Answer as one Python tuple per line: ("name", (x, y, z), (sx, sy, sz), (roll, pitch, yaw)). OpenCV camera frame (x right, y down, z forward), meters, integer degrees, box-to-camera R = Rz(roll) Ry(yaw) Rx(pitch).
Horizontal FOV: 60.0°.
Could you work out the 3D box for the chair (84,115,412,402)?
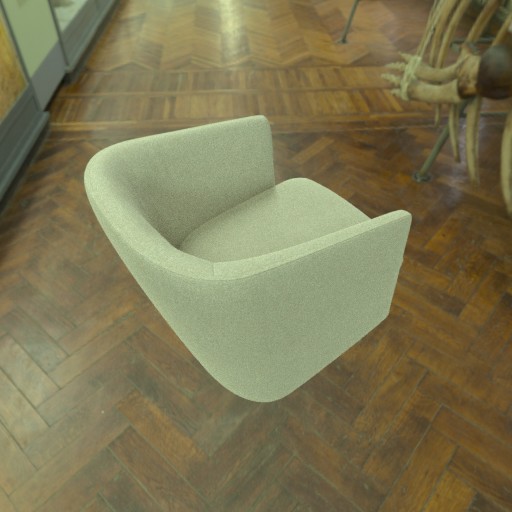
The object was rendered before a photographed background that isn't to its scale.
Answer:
("chair", (0.000, 0.000, 1.645), (0.986, 0.861, 0.822), (-25, 49, -24))
